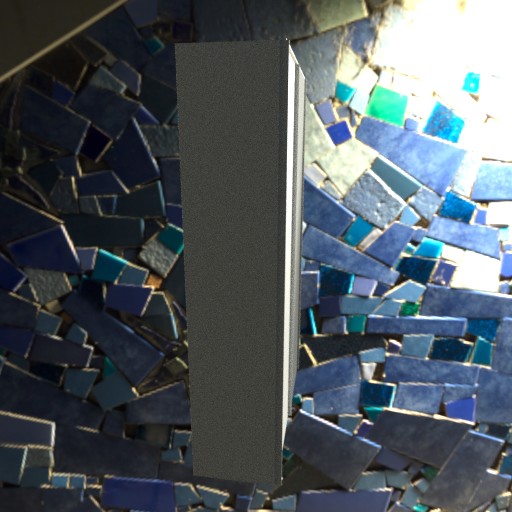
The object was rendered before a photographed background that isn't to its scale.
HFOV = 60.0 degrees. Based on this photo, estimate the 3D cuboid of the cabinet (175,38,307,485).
[{"bbox_3d":[0.000,0.000,2.688,0.480,2.160,1.250,2,15,9],"label":"cabinet"}]
